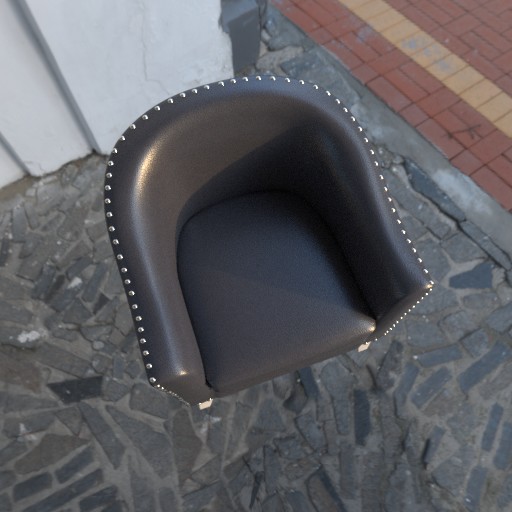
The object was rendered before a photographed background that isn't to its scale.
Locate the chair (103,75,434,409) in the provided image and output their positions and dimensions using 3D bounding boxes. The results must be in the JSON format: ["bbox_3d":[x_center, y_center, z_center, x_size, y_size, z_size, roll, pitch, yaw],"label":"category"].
[{"bbox_3d":[0.000,0.000,1.460,0.794,0.823,0.748,-18,66,-8],"label":"chair"}]
